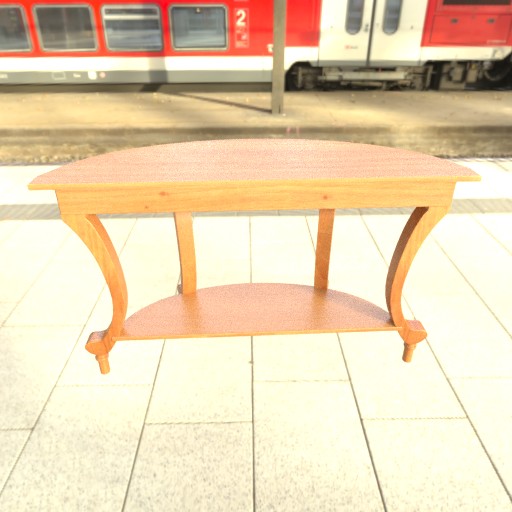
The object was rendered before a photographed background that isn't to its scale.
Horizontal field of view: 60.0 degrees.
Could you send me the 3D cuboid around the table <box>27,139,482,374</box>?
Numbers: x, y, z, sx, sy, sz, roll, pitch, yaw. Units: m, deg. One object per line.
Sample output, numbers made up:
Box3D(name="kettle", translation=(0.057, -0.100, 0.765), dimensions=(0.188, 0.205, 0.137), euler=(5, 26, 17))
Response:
Box3D(name="table", translation=(0.000, 0.000, 1.508), dimensions=(1.198, 0.692, 0.394), euler=(-2, 30, -3))
